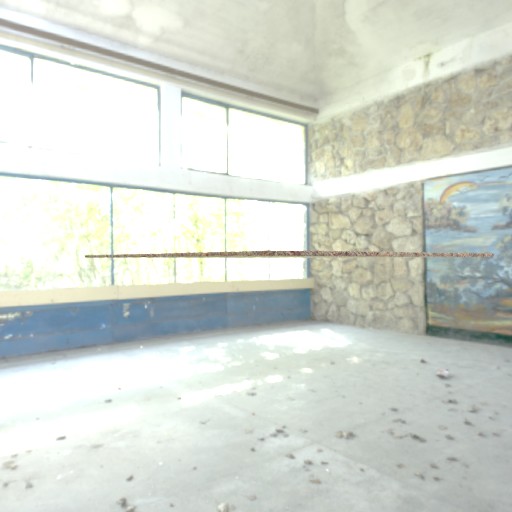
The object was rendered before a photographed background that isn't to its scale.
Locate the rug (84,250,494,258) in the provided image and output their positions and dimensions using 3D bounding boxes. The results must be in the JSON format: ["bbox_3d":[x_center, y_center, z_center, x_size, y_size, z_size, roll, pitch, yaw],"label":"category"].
[{"bbox_3d":[0.000,0.000,2.867,1.523,0.019,2.285,0,-1,-37],"label":"rug"}]
